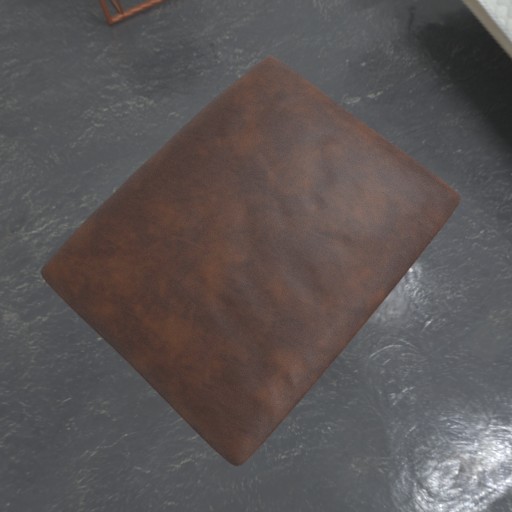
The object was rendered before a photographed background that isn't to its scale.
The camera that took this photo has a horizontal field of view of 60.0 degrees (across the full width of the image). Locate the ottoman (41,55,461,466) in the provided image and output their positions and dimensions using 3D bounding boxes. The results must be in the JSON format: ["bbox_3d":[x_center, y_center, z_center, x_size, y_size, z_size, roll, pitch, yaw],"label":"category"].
[{"bbox_3d":[0.000,0.000,1.105,0.586,0.486,0.742,41,78,11],"label":"ottoman"}]
